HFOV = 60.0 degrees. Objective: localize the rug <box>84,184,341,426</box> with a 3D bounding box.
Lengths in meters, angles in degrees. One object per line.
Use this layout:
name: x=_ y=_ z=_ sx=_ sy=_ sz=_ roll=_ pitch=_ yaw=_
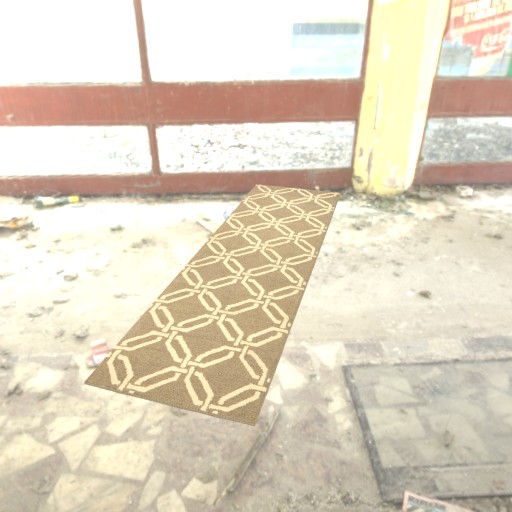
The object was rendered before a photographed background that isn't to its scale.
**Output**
rug: x=0.000 y=0.000 z=2.540 sx=0.678 sy=0.014 sz=2.276 roll=8 pitch=30 yaw=15
